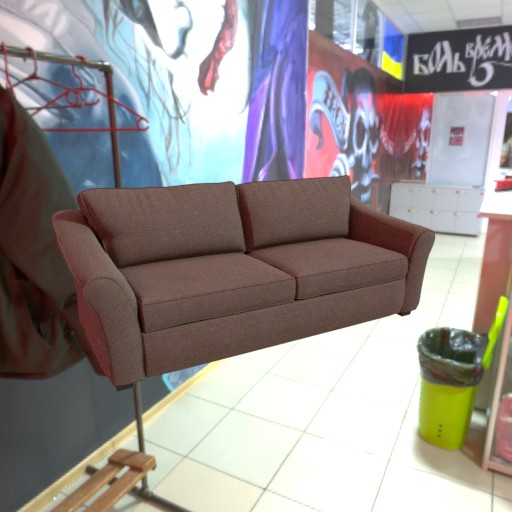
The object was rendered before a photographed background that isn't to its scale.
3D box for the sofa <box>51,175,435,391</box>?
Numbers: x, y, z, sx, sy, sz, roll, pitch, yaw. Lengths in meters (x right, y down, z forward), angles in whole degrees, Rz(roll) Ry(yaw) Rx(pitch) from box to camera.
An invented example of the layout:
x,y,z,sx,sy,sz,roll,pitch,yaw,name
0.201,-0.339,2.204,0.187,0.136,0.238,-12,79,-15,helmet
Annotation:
x,y,z,sx,sy,sz,roll,pitch,yaw,name
0.000,0.000,2.829,2.270,0.906,0.986,-8,17,-28,sofa
